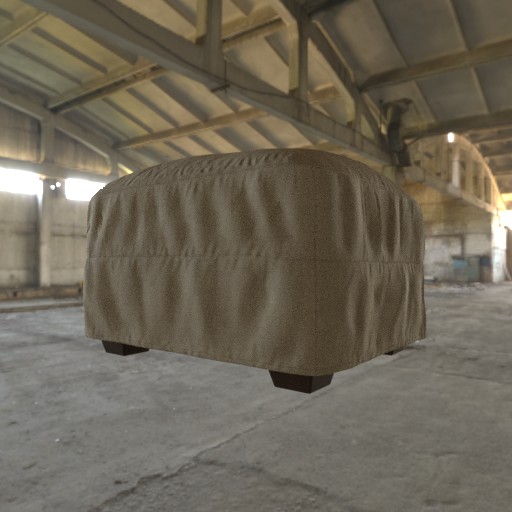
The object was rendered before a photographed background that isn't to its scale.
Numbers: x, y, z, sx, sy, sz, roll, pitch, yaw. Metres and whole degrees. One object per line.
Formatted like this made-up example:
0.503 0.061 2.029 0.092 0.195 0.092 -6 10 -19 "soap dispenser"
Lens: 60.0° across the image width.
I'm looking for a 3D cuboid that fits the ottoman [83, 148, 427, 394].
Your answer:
0.000 0.000 1.114 0.712 0.480 0.584 -1 -1 37 "ottoman"
